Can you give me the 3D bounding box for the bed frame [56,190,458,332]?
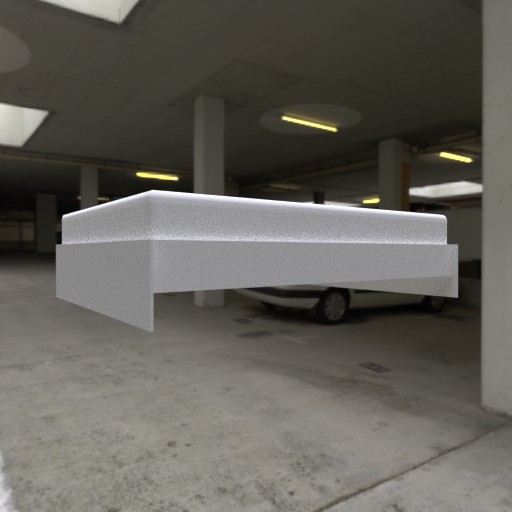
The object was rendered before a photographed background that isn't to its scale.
[{"bbox_3d":[0.000,0.000,2.672,1.945,0.497,1.445,0,1,-36],"label":"bed frame"}]
